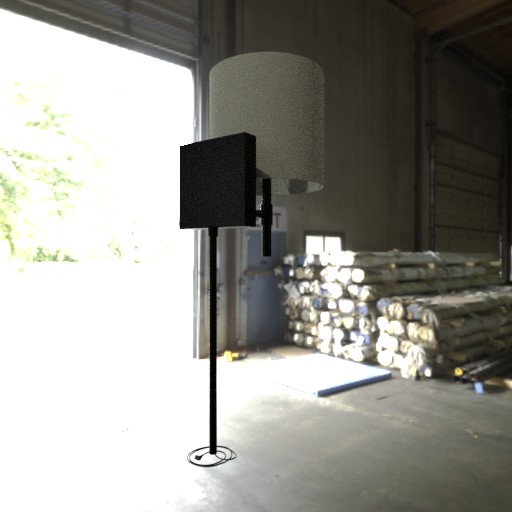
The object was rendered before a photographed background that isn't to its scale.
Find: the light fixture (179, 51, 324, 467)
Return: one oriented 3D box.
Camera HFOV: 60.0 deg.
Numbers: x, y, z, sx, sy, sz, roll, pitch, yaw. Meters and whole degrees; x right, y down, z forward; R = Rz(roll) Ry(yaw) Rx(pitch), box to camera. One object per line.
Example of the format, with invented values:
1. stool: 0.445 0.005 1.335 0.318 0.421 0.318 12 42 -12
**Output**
1. light fixture: 0.000 0.000 0.709 0.188 0.589 0.248 0 0 36
